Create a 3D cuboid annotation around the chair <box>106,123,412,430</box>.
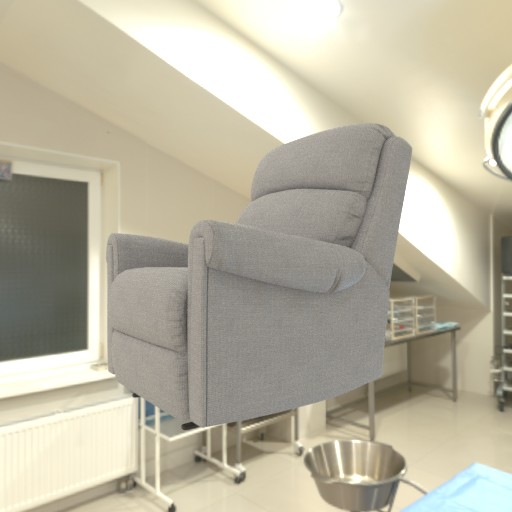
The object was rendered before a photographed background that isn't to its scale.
[{"bbox_3d":[0.000,0.000,1.742,1.014,1.054,0.838,0,-1,-37],"label":"chair"}]
